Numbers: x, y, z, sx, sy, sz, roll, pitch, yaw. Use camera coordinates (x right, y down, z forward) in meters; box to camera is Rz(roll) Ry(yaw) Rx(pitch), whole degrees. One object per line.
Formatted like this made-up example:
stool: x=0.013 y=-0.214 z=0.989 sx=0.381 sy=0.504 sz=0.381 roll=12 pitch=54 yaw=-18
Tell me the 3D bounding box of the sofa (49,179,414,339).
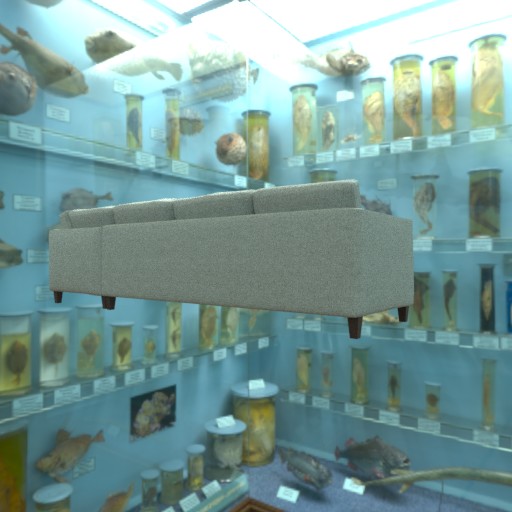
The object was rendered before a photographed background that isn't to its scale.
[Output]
sofa: x=0.000 y=0.000 z=4.375 sx=3.333 sy=0.934 sz=2.522 roll=0 pitch=0 yaw=37
